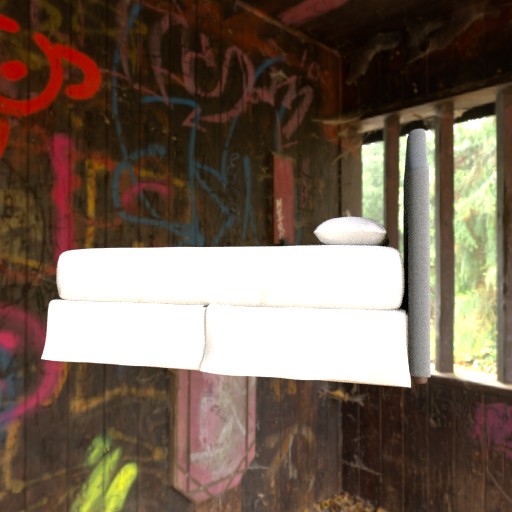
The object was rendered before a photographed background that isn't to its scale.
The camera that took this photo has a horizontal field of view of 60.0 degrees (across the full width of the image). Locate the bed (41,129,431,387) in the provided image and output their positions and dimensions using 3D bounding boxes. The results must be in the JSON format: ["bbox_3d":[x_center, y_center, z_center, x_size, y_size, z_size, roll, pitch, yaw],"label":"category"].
[{"bbox_3d":[0.000,0.000,3.241,2.259,1.296,1.811,0,-1,18],"label":"bed"}]
